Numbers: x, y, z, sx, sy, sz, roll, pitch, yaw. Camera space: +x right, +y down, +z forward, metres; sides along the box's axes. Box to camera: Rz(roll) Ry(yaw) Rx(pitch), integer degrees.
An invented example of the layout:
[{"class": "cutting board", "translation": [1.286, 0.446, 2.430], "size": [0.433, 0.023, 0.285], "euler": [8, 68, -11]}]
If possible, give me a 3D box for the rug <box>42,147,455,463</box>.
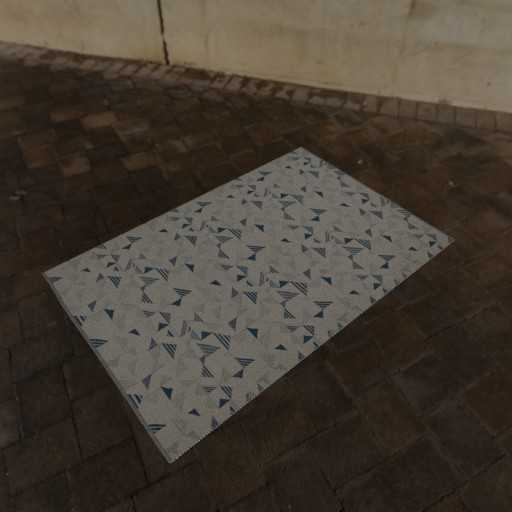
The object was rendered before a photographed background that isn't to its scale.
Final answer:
[{"class": "rug", "translation": [0.000, 0.000, 2.335], "size": [1.835, 0.003, 1.206], "euler": [-31, 53, -26]}]
